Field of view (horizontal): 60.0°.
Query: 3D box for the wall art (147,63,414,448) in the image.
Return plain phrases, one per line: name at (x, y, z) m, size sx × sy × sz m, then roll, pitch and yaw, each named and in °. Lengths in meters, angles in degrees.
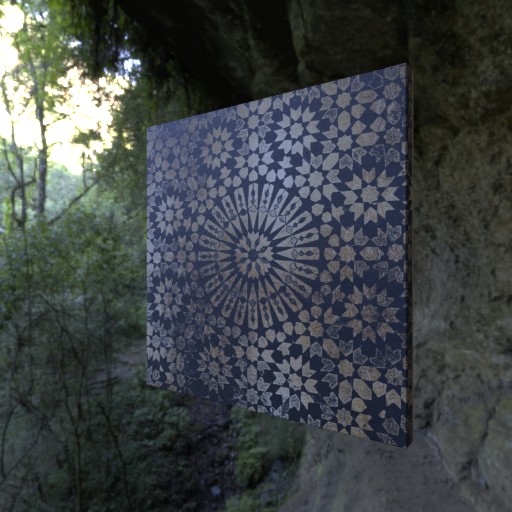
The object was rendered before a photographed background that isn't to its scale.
wall art at (0.000, 0.000, 0.892) m, size 0.612 × 0.612 × 0.038 m, roll 0°, pitch 0°, yaw 35°
